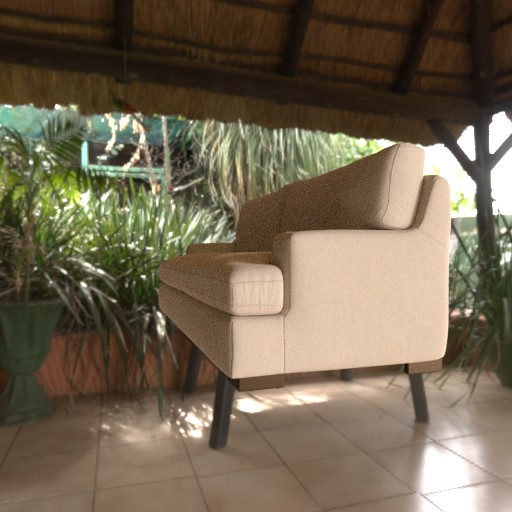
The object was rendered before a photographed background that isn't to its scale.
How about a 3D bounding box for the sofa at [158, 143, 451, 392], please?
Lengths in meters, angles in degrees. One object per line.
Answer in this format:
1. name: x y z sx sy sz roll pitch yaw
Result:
1. sofa: 0.000 0.000 2.614 0.929 0.925 2.147 0 0 -19
